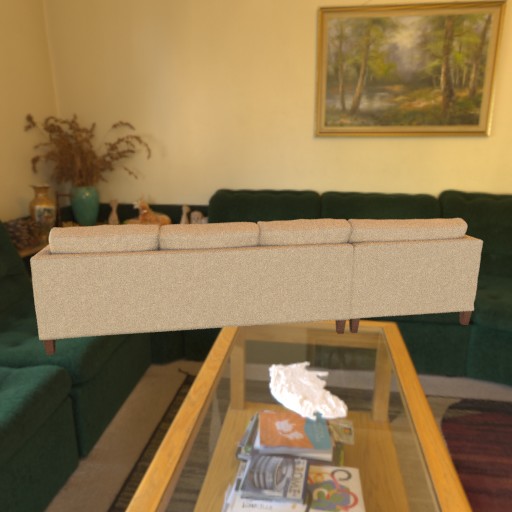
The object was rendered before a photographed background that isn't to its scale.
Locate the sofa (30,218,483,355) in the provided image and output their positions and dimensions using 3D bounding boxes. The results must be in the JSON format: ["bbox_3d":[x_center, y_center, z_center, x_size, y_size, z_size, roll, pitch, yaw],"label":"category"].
[{"bbox_3d":[0.000,0.000,3.877,3.186,0.846,1.625,-2,15,-9],"label":"sofa"}]
